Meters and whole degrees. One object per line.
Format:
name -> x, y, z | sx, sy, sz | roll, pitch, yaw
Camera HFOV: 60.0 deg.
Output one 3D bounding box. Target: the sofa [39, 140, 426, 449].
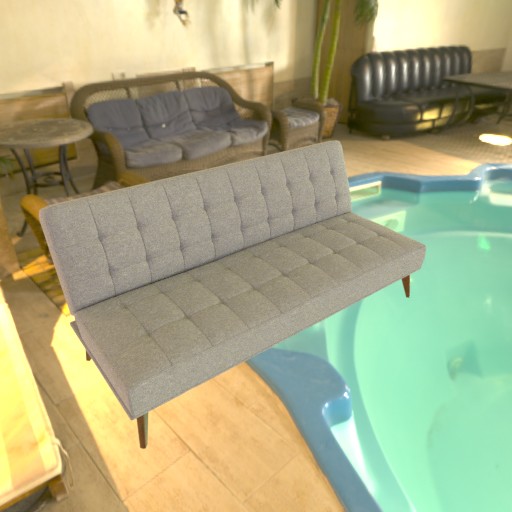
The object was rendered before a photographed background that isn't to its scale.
sofa -> 0.000, 0.000, 2.298 | 1.800, 0.810, 0.860 | -21, 35, -32
